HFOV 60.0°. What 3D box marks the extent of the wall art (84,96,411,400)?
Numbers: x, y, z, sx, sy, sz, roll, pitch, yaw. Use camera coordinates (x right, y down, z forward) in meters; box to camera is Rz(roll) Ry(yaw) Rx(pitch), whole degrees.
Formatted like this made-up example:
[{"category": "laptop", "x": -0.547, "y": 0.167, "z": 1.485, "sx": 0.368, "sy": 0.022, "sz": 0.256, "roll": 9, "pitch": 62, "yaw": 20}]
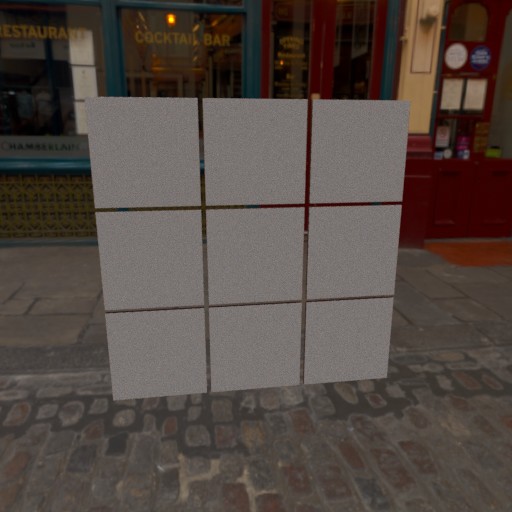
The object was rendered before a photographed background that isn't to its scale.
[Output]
[{"category": "wall art", "x": 0.000, "y": 0.000, "z": 1.860, "sx": 1.256, "sy": 1.246, "sz": 0.017, "roll": -2, "pitch": 15, "yaw": -8}]
